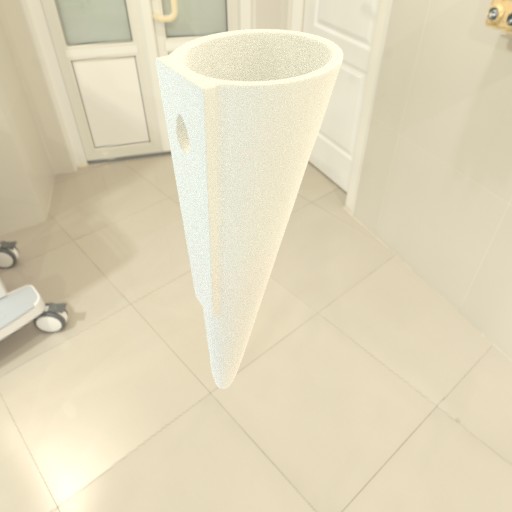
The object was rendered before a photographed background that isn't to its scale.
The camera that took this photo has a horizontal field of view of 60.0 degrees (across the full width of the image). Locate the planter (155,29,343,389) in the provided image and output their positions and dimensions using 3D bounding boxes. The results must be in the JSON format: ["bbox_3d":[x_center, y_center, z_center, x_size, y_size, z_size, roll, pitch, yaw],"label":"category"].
[{"bbox_3d":[0.000,0.000,0.221,0.064,0.193,0.057,-25,48,-25],"label":"planter"}]
